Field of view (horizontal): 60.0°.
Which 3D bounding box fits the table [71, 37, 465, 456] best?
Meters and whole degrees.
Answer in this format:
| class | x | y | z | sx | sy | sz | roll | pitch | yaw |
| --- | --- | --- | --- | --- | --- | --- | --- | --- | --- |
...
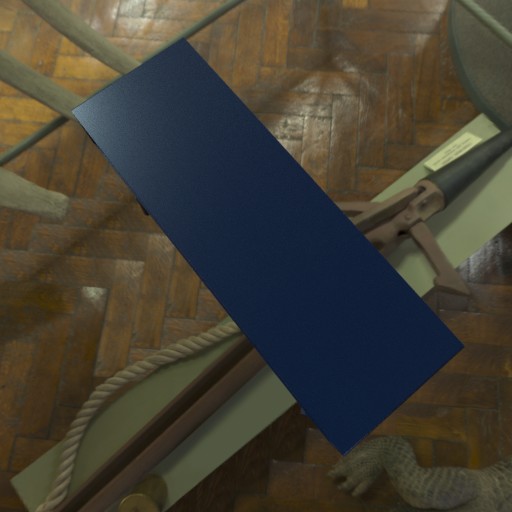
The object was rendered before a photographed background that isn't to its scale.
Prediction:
| class | x | y | z | sx | sy | sz | roll | pitch | yaw |
| --- | --- | --- | --- | --- | --- | --- | --- | --- | --- |
| table | 0.000 | 0.000 | 1.482 | 0.399 | 0.749 | 1.118 | -38 | 78 | -9 |
